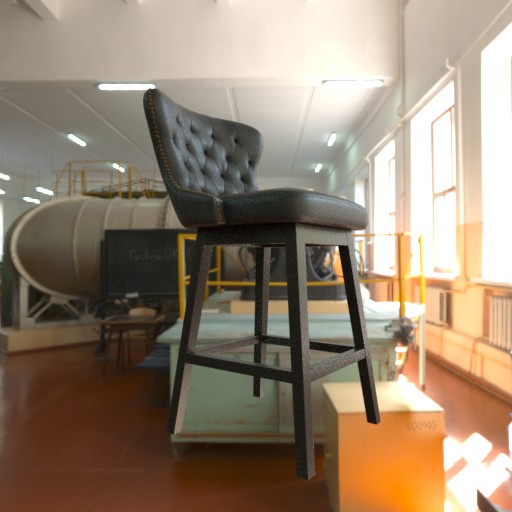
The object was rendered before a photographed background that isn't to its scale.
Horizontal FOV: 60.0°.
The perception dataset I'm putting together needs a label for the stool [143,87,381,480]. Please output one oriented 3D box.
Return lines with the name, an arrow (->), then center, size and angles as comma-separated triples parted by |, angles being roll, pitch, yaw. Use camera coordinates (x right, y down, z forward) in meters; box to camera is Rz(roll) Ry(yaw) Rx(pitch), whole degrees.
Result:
stool -> 0.000, 0.000, 1.305 | 0.593, 0.971, 0.528 | 0, -1, 36
